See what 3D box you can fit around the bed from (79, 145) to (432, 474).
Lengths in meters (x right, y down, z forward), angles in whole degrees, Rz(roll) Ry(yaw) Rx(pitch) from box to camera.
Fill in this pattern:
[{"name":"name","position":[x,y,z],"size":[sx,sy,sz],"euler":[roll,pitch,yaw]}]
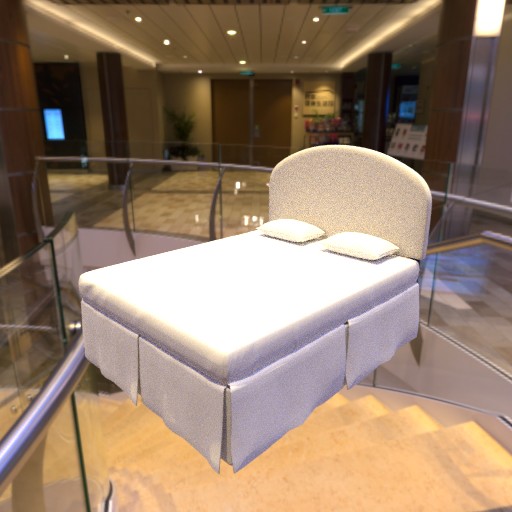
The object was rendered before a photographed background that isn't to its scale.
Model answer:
[{"name":"bed","position":[0.000,0.000,3.059],"size":[1.607,1.410,2.005],"euler":[16,24,42]}]
